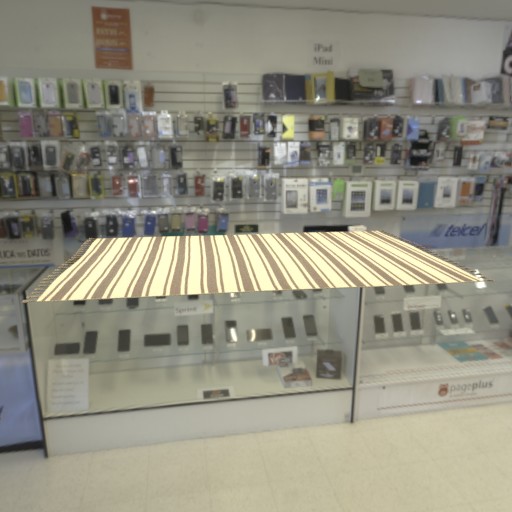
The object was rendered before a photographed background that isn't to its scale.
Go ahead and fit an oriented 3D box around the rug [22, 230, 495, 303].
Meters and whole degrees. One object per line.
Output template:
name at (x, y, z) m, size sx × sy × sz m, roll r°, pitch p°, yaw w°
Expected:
rug at (0.000, 0.000, 2.505) m, size 2.096 × 0.011 × 1.229 m, roll -2°, pitch 15°, yaw -8°
